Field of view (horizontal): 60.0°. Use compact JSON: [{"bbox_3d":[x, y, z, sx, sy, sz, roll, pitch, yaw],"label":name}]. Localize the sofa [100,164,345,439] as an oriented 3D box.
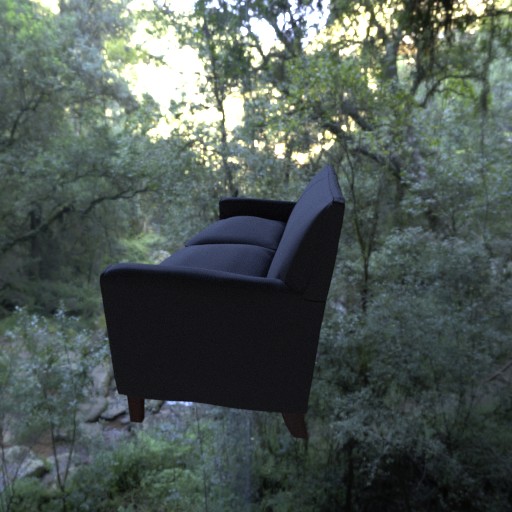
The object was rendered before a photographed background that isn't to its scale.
[{"bbox_3d":[0.000,0.000,2.432,0.843,0.907,2.002,2,15,8],"label":"sofa"}]
